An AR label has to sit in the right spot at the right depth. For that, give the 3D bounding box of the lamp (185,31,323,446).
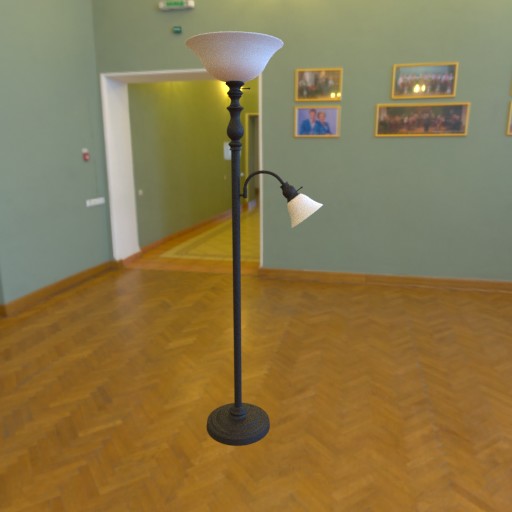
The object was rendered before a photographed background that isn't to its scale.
[{"bbox_3d":[0.000,0.000,2.024,0.588,1.793,0.405,3,14,11],"label":"lamp"}]
